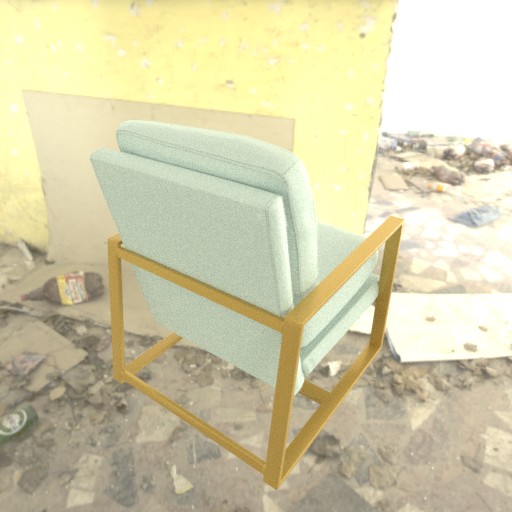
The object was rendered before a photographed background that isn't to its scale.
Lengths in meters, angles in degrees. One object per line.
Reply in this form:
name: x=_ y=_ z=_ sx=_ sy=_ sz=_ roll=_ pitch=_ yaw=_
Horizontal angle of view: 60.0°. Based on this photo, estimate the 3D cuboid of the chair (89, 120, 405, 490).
chair: x=0.000 y=0.000 z=1.541 sx=0.758 sy=0.956 sz=0.813 roll=20 pitch=36 yaw=31
